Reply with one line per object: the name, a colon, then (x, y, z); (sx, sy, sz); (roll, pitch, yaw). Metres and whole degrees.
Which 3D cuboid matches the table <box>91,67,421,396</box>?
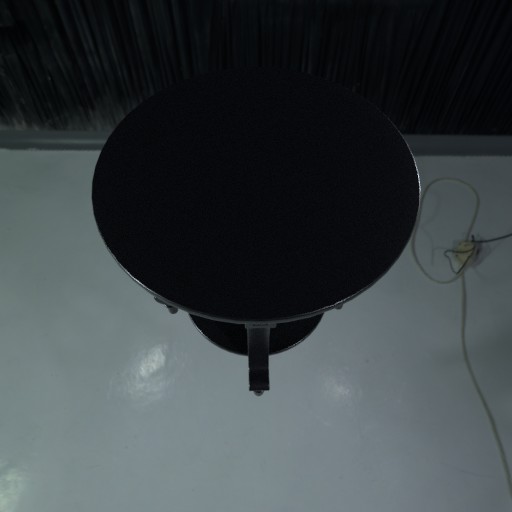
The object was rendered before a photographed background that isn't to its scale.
table: (0.000, 0.000, 1.080); (0.597, 0.618, 0.597); (0, 59, 0)
